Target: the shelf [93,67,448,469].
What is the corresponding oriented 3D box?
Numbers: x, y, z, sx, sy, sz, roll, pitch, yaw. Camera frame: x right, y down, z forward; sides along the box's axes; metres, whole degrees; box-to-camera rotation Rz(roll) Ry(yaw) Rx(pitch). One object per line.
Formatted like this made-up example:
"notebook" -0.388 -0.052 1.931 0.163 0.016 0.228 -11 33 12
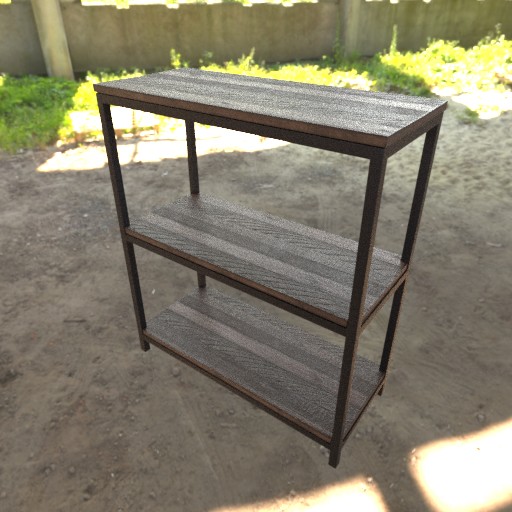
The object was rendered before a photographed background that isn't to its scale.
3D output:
"shelf" 0.000 0.000 1.338 0.822 0.947 0.352 21 37 30
